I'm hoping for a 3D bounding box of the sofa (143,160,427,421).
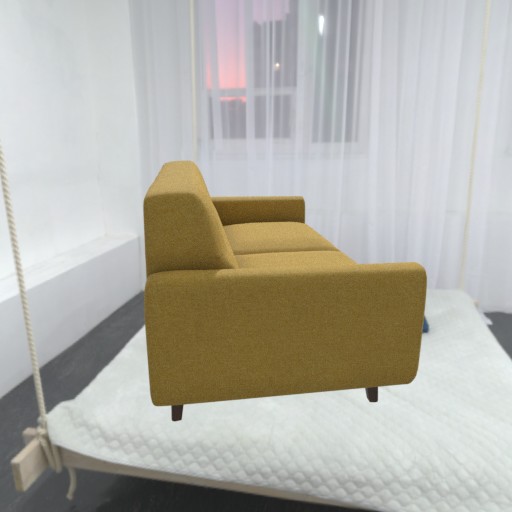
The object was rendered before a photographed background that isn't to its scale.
[{"bbox_3d":[0.000,0.000,2.141,0.909,0.841,1.631,-2,16,-8],"label":"sofa"}]
